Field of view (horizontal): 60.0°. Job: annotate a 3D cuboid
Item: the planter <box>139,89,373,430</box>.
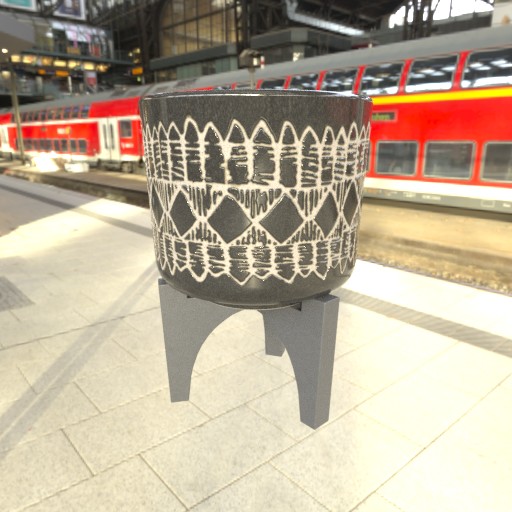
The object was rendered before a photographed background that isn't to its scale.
[{"bbox_3d":[0.000,0.000,0.533,0.251,0.355,0.251,-14,20,-41],"label":"planter"}]
